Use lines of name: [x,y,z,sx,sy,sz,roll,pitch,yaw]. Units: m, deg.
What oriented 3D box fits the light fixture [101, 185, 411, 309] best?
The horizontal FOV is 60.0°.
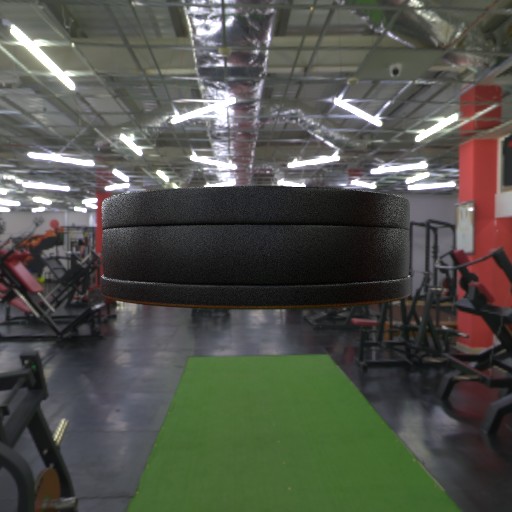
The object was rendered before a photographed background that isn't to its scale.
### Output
light fixture: [0.000,0.000,0.428,0.283,0.097,0.283,0,1,0]
